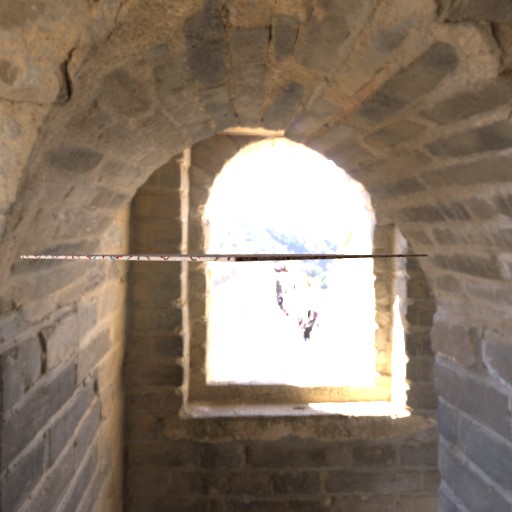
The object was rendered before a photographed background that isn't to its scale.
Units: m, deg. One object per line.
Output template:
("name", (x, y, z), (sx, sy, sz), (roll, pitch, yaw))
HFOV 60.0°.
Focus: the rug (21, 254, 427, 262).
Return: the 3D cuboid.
("rug", (0.000, 0.000, 2.907), (1.541, 0.018, 2.297), (0, 1, 37))
